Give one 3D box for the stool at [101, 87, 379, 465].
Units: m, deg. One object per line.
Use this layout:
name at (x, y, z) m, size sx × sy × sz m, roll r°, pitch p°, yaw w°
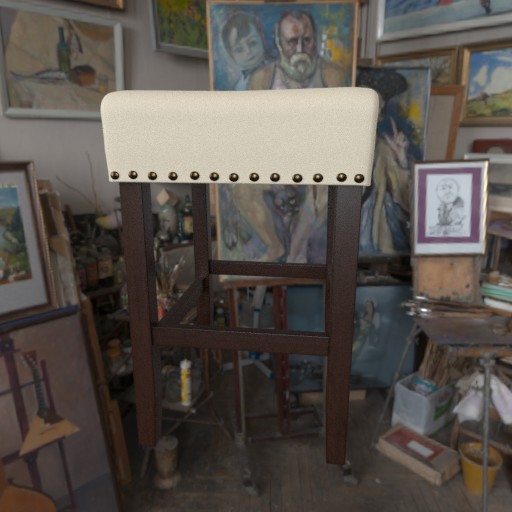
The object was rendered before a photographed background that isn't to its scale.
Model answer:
stool at (0.000, 0.000, 0.910) m, size 0.401 × 0.609 × 0.471 m, roll 2°, pitch 15°, yaw 8°
